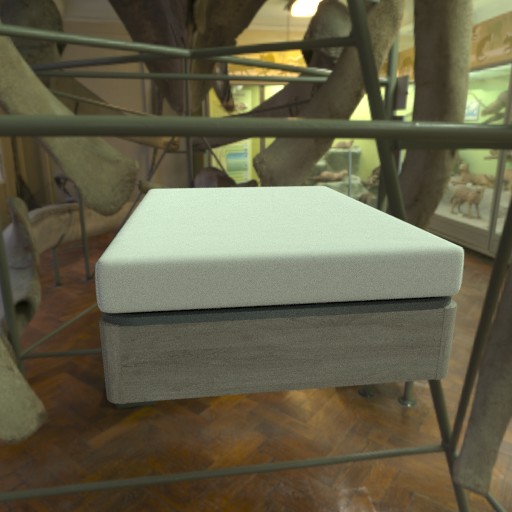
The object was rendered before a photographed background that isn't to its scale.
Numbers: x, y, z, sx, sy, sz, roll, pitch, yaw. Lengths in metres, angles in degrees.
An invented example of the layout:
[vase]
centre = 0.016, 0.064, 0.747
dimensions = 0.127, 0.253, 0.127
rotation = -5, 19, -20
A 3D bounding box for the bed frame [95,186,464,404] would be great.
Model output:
[bed frame]
centre = 0.000, 0.000, 2.566
dimensions = 1.400, 0.561, 1.900
rotation = -2, 16, -7
